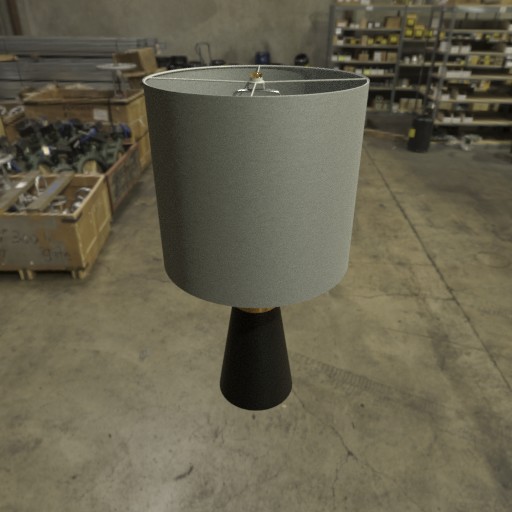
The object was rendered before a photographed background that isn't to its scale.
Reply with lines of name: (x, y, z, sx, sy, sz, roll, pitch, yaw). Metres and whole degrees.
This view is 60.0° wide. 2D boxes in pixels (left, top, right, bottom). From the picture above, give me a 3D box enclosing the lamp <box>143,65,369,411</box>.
lamp: (0.000, 0.000, 0.754, 0.308, 0.580, 0.308, 1, 29, 2)
